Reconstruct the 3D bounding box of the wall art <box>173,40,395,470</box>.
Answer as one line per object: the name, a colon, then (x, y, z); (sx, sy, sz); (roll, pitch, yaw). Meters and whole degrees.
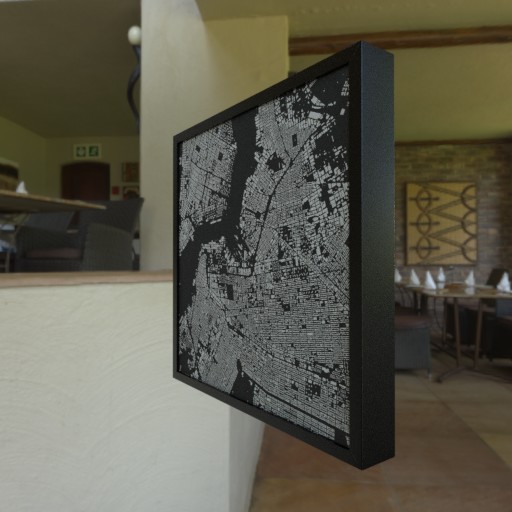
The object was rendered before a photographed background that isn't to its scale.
wall art: (0.000, 0.000, 0.439); (0.037, 0.299, 0.299); (0, -1, -36)
